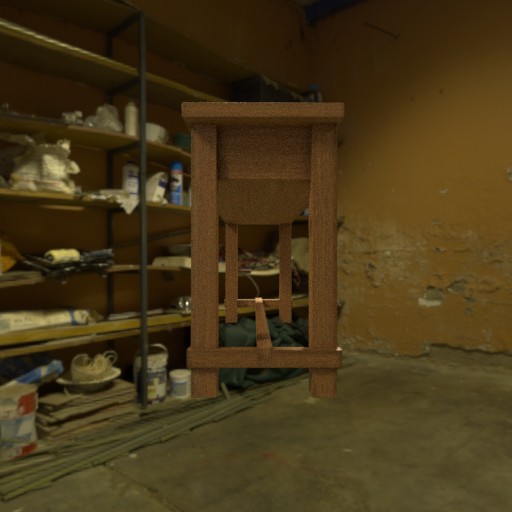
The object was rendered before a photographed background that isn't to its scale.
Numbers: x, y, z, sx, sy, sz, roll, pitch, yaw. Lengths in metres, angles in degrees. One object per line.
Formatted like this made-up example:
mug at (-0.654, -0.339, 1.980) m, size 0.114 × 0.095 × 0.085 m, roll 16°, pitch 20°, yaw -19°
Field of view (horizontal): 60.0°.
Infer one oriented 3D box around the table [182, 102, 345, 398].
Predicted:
table at (0.000, 0.000, 1.916) m, size 0.442 × 0.762 × 1.599 m, roll 0°, pitch -1°, yaw 0°
